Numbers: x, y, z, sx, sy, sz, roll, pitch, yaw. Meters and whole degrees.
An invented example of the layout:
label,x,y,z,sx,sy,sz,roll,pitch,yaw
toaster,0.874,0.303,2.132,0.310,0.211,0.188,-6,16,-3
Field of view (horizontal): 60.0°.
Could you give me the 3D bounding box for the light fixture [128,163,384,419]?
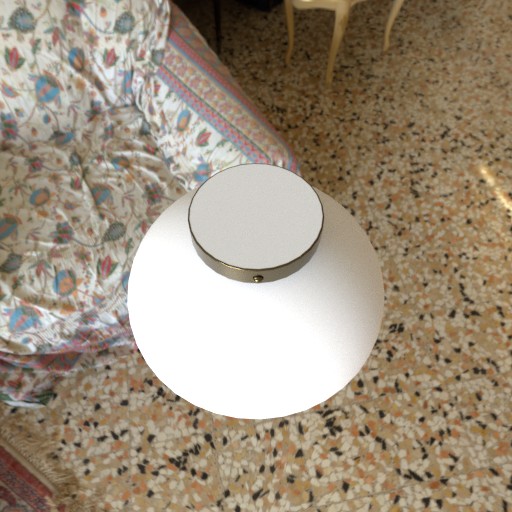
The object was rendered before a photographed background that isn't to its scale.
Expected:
label,x,y,z,sx,sy,sz,roll,pitch,yaw
light fixture,0.000,0.000,0.557,0.355,0.177,0.355,0,57,0
